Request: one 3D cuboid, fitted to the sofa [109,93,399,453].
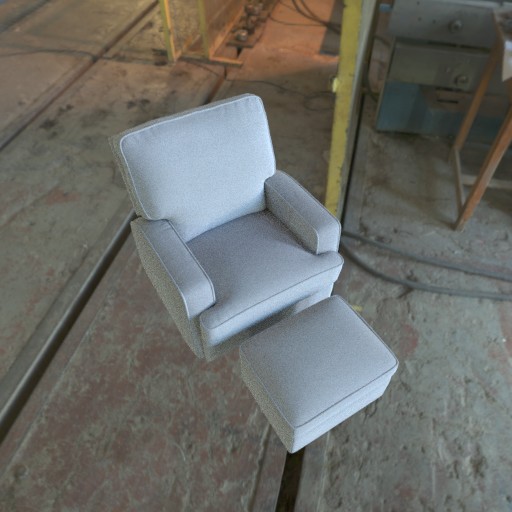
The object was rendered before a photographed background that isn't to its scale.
[{"bbox_3d":[0.000,0.000,2.075,0.861,0.959,1.472,-24,53,-20],"label":"sofa"}]
